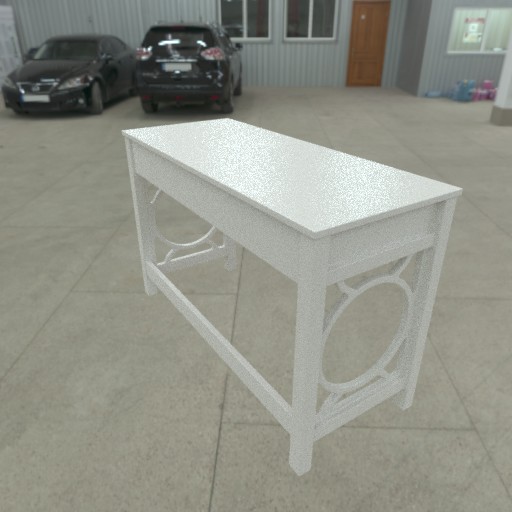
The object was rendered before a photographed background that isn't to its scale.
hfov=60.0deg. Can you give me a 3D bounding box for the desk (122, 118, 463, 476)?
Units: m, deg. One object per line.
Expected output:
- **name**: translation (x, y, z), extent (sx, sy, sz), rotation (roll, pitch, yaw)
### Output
- **desk**: translation (0.000, 0.000, 1.630), extent (0.504, 0.762, 1.191), rotation (-17, 32, -29)
